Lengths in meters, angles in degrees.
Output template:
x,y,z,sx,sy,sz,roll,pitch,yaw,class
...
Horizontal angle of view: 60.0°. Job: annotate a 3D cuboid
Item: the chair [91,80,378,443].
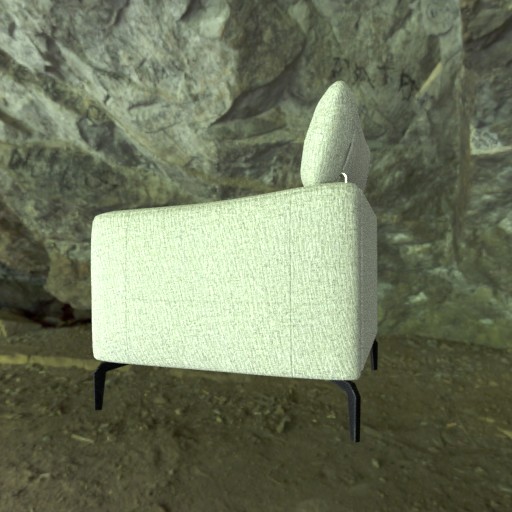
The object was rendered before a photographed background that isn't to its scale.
x,y,z,sx,sy,sz,roll,pitch,yaw,class
0.000,0.000,1.653,0.835,0.967,0.972,0,-1,18,chair
